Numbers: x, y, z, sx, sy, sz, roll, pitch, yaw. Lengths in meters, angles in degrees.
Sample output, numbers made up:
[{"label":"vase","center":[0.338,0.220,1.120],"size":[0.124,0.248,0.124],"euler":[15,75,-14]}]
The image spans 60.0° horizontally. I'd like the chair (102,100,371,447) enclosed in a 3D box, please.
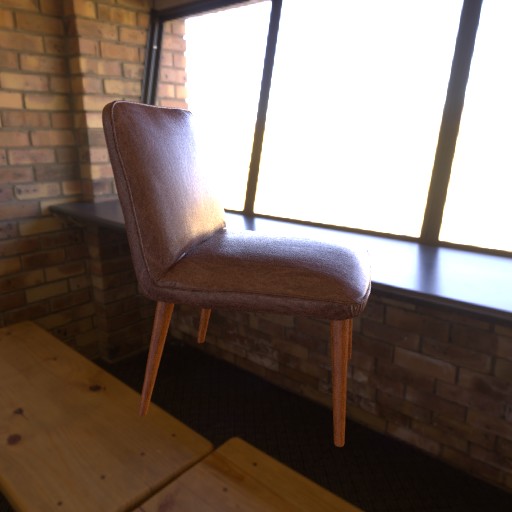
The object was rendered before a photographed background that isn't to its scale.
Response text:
[{"label":"chair","center":[0.000,0.000,1.234],"size":[0.645,0.803,0.543],"euler":[2,16,9]}]
